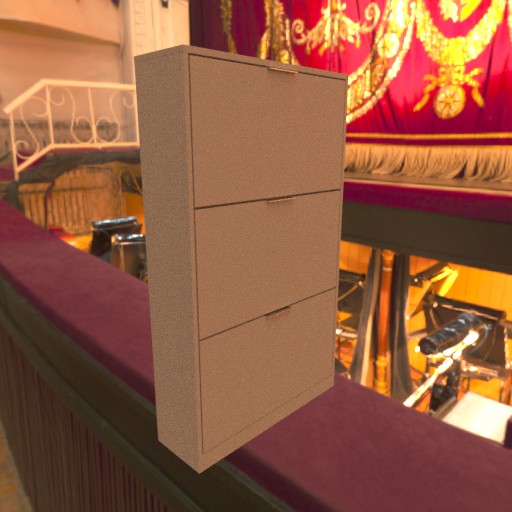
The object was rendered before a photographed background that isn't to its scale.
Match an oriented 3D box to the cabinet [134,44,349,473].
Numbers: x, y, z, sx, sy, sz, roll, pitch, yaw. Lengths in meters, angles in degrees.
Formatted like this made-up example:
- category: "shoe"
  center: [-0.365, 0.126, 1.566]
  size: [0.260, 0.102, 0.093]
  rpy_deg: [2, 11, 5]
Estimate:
- category: "cabinet"
  center: [0.000, 0.000, 1.610]
  size: [0.250, 1.280, 0.750]
  rpy_deg: [14, 20, 43]
